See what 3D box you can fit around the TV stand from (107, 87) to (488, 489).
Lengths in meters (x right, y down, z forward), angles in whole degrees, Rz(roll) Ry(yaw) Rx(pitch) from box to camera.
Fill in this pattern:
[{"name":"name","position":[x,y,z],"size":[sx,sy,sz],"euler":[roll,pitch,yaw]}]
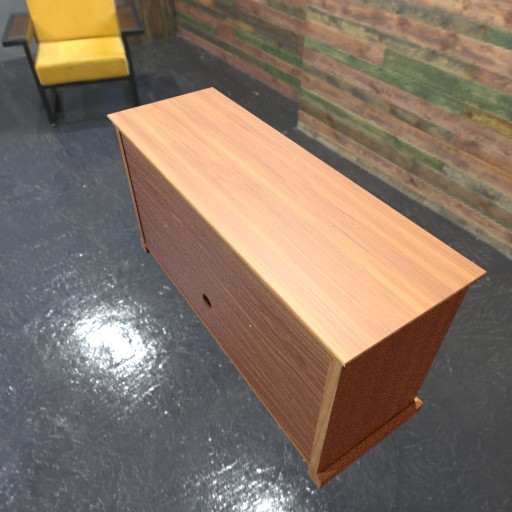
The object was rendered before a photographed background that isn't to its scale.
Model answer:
[{"name":"TV stand","position":[0.000,0.000,1.426],"size":[0.417,0.607,1.181],"euler":[-25,49,-24]}]
